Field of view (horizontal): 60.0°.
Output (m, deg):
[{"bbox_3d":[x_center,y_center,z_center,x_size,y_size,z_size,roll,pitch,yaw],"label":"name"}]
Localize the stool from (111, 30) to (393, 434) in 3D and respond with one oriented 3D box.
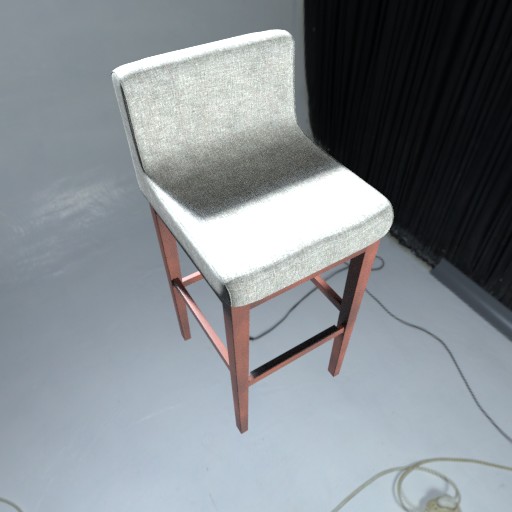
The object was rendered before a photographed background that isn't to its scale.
[{"bbox_3d":[0.000,0.000,1.193,0.426,0.965,0.499,-24,51,-21],"label":"stool"}]
